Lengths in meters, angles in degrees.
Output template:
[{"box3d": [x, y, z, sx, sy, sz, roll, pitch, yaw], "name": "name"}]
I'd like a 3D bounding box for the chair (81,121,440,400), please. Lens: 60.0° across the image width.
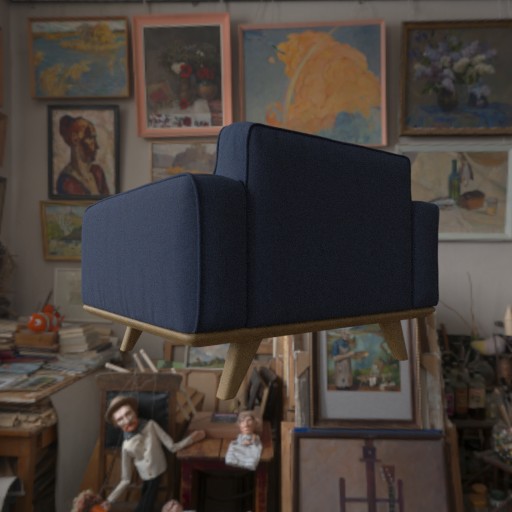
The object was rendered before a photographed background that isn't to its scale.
[{"box3d": [0.000, 0.000, 1.759, 1.118, 0.783, 0.953, 0, 0, -36], "name": "chair"}]
